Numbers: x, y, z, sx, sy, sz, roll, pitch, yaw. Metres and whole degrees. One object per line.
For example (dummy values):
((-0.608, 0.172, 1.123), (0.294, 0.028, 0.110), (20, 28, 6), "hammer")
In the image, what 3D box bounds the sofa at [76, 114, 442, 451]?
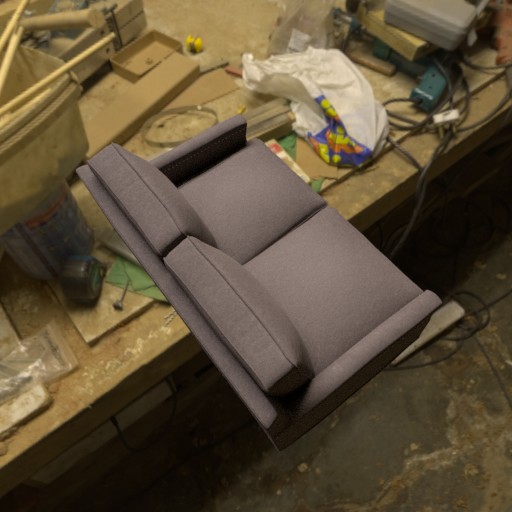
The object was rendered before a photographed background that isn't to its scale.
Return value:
((0.000, 0.000, 2.296), (1.084, 1.003, 1.597), (-33, 64, -19), "sofa")
